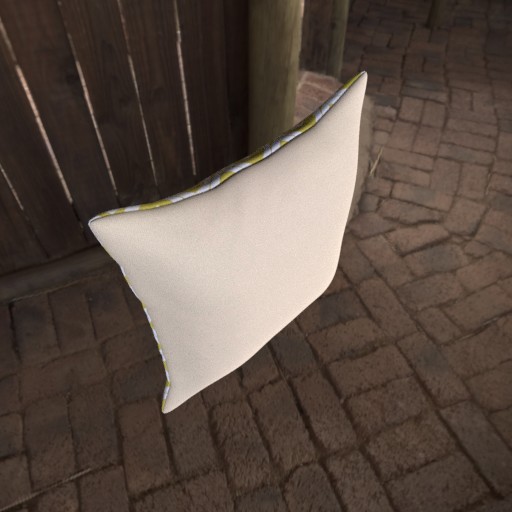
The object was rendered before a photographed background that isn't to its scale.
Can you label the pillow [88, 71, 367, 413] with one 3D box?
[{"bbox_3d":[0.000,0.000,0.771,0.188,0.494,0.504,36,57,28],"label":"pillow"}]
